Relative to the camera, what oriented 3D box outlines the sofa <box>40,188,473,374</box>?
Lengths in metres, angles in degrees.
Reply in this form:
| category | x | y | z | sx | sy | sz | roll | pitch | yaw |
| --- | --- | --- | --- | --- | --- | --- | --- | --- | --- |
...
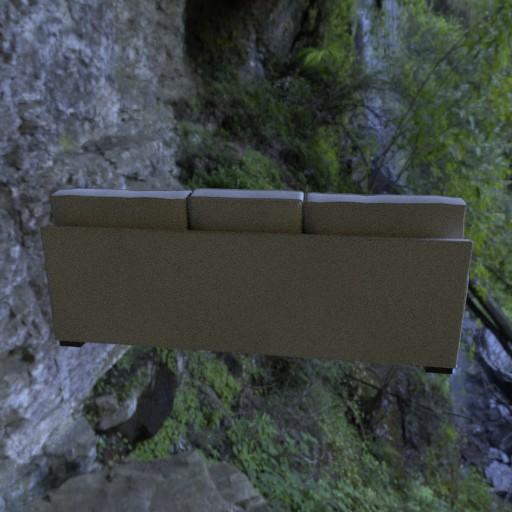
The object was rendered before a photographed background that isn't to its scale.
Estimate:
| category | x | y | z | sx | sy | sz | roll | pitch | yaw |
| --- | --- | --- | --- | --- | --- | --- | --- | --- | --- |
| sofa | 0.000 | 0.000 | 2.603 | 2.088 | 0.862 | 0.935 | 2 | 16 | 8 |
